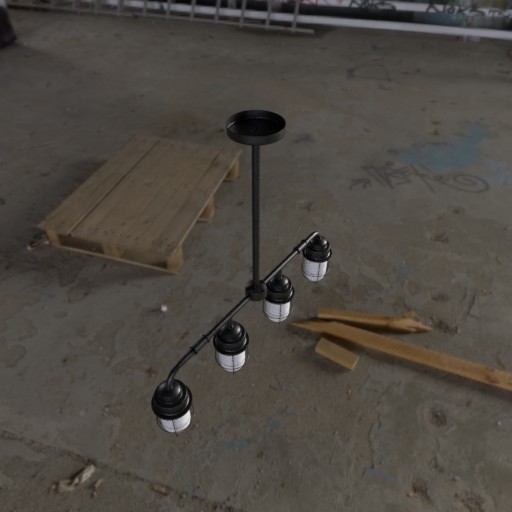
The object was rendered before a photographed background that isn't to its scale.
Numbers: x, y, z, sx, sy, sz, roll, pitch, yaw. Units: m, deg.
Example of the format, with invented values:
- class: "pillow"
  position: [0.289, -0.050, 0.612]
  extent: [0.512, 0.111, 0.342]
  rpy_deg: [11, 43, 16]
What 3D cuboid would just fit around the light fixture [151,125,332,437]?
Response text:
- class: "light fixture"
  position: [0.000, 0.000, 1.231]
  extent: [0.131, 0.785, 0.852]
  rpy_deg: [27, 48, 26]
